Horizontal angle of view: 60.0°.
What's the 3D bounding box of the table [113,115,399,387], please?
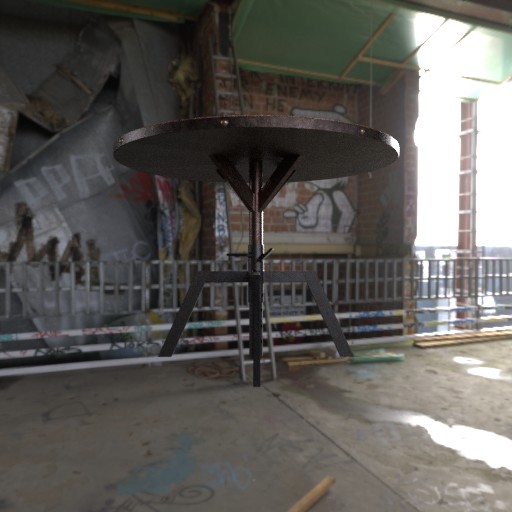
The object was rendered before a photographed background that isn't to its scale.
[{"bbox_3d":[0.000,0.000,1.449,0.885,0.658,0.885,0,1,0],"label":"table"}]
